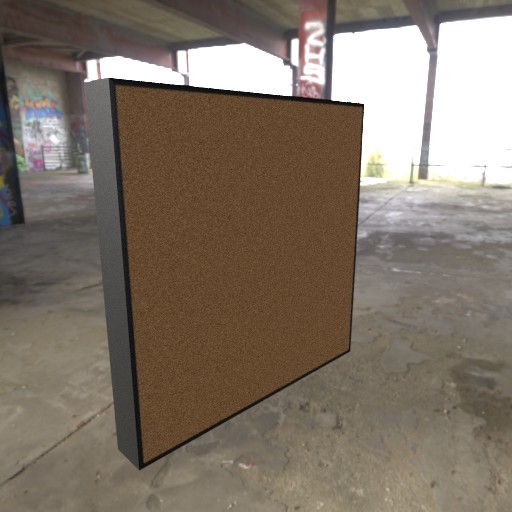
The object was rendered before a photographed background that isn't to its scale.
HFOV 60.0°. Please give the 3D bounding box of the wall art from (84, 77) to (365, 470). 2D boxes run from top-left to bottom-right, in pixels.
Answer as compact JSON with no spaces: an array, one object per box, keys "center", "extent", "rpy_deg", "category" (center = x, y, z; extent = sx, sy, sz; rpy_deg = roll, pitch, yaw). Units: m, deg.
[{"center":[0.000,0.000,0.442],"extent":[0.304,0.303,0.037],"rpy_deg":[-14,20,-43],"category":"wall art"}]
